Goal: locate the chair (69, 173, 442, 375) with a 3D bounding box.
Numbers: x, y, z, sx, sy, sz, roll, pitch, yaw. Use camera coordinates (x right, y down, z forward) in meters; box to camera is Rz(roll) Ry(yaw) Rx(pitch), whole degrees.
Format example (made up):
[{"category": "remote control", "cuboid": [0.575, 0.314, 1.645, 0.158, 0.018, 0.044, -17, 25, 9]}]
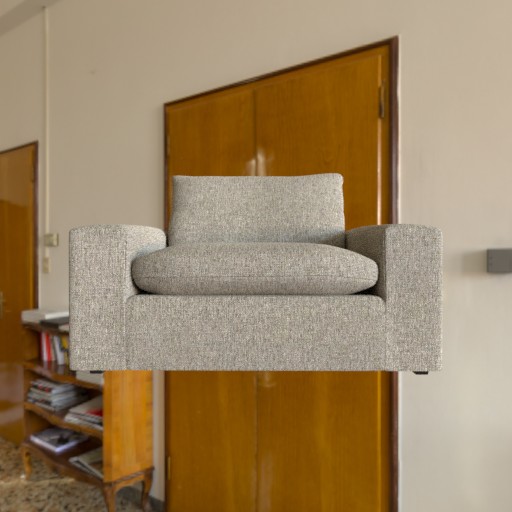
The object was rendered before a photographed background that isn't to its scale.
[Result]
[{"category": "chair", "cuboid": [0.000, 0.000, 2.097, 1.398, 0.915, 1.039, 0, 0, 1]}]
